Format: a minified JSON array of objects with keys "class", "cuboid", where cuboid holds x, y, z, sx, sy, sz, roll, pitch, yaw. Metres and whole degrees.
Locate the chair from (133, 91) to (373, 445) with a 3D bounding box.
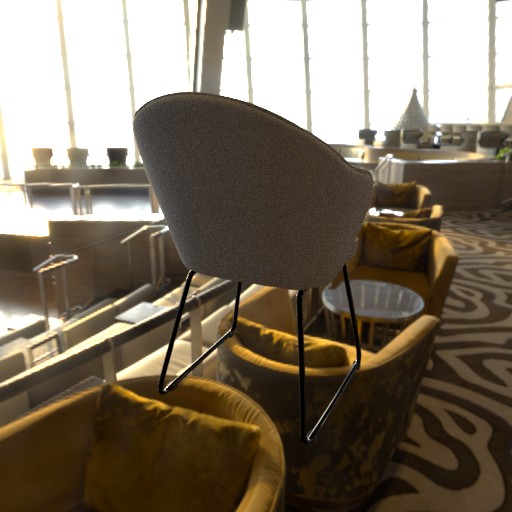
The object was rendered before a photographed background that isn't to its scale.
[{"class":"chair","cuboid":[0.000,0.000,1.221,0.570,0.817,0.592,8,18,26]}]
